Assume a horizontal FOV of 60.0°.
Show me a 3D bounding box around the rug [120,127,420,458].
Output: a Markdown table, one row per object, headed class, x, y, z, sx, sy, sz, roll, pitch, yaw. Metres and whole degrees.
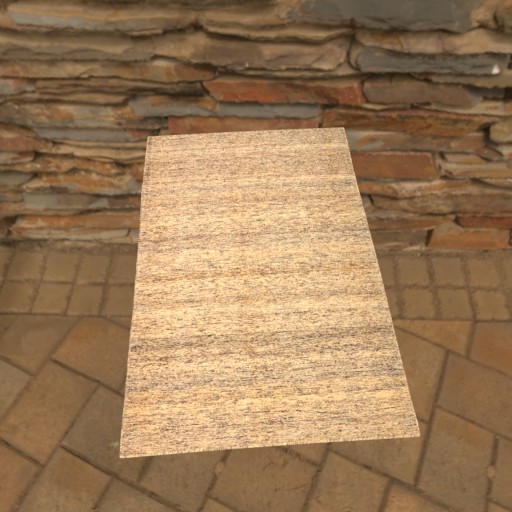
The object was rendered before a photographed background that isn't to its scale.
| class | x | y | z | sx | sy | sz | roll | pitch | yaw |
| --- | --- | --- | --- | --- | --- | --- | --- | --- | --- |
| rug | 0.000 | 0.000 | 2.297 | 1.243 | 0.014 | 1.846 | -3 | 58 | -2 |
